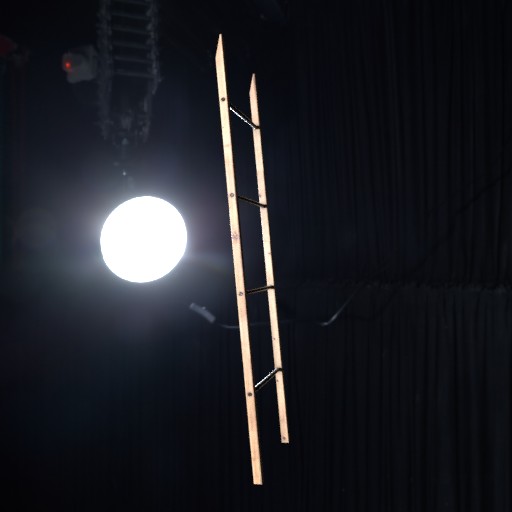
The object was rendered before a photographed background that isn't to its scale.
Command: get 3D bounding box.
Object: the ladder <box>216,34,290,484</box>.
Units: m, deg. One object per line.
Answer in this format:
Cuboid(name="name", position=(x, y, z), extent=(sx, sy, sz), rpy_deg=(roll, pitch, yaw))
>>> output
Cuboid(name="ladder", position=(0.000, 0.000, 1.984), extent=(0.200, 1.805, 0.442), rpy_deg=(0, 0, 19))
